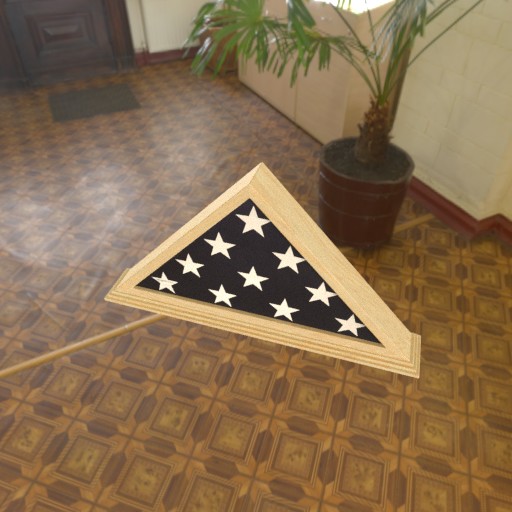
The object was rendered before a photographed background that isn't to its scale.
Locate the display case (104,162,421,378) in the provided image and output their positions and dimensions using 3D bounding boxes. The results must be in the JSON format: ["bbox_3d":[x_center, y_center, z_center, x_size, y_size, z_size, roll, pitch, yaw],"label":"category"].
[{"bbox_3d":[0.000,0.000,0.785,0.640,0.340,0.095,12,43,13],"label":"display case"}]
